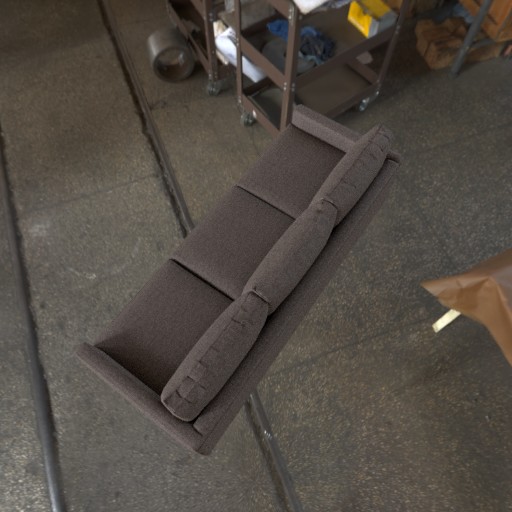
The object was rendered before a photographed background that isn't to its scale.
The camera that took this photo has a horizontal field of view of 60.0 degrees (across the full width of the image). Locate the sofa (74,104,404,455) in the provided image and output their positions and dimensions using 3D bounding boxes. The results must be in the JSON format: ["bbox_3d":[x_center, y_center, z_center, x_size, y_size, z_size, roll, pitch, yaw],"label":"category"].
[{"bbox_3d":[0.000,0.000,2.822,0.876,0.882,2.253,32,67,15],"label":"sofa"}]
